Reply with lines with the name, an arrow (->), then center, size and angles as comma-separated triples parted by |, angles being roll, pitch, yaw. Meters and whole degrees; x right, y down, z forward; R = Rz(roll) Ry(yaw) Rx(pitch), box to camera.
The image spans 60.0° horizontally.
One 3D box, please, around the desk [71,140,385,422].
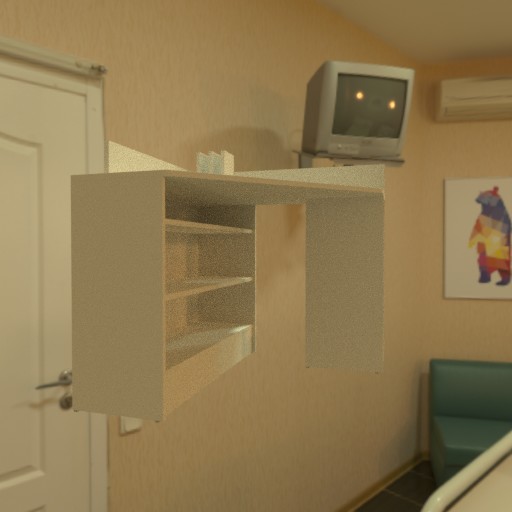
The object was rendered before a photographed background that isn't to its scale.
desk -> 0.000, 0.000, 1.720 | 0.940, 0.986, 0.940 | 0, 1, 17
